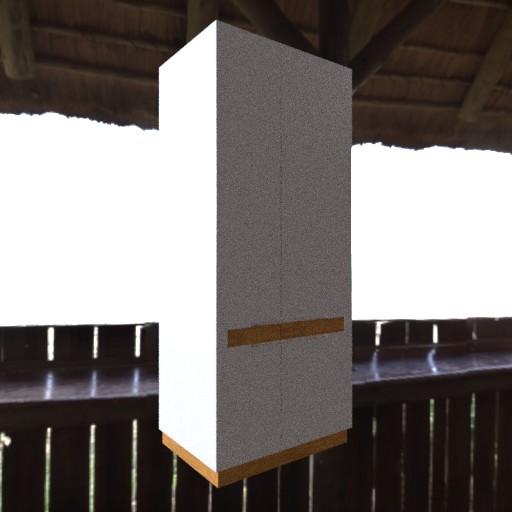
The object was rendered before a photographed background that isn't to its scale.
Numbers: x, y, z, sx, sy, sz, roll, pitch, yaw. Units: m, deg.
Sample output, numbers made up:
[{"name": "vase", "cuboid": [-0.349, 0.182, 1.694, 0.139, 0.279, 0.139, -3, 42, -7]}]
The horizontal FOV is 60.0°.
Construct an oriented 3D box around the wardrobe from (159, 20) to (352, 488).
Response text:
[{"name": "wardrobe", "cuboid": [0.000, 0.000, 2.409, 0.860, 2.040, 0.600, 0, 0, -36]}]
